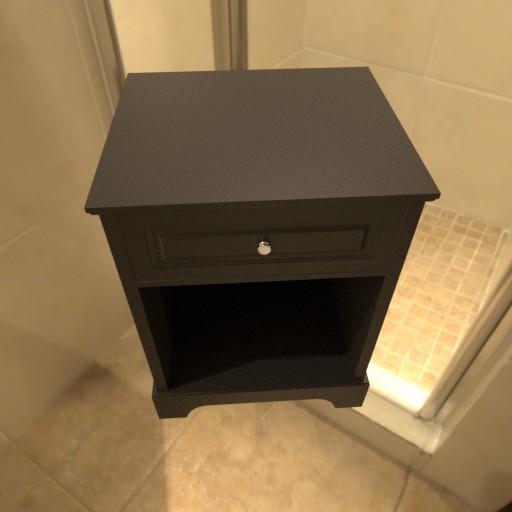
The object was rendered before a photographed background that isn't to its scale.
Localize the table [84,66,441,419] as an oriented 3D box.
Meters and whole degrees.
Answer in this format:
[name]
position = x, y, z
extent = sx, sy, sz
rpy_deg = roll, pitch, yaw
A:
[table]
position = 0.000, 0.000, 0.924
extent = 0.460, 0.610, 0.399
rpy_deg = -3, 46, -3
